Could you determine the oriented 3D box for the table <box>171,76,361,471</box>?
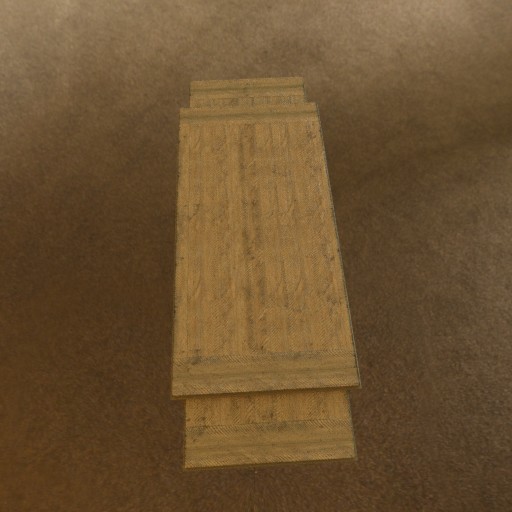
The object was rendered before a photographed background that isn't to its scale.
[{"bbox_3d":[0.000,0.000,1.526,0.489,0.427,1.312,-3,64,-1],"label":"table"}]
